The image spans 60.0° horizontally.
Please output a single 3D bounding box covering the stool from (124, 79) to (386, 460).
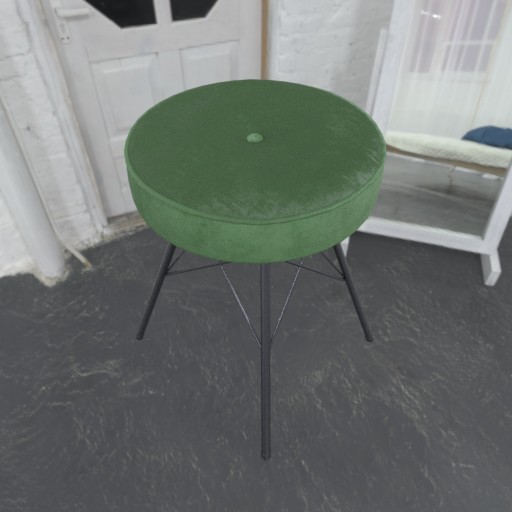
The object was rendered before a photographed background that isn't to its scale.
[{"bbox_3d":[0.000,0.000,0.929,0.457,0.595,0.430,34,55,28],"label":"stool"}]
